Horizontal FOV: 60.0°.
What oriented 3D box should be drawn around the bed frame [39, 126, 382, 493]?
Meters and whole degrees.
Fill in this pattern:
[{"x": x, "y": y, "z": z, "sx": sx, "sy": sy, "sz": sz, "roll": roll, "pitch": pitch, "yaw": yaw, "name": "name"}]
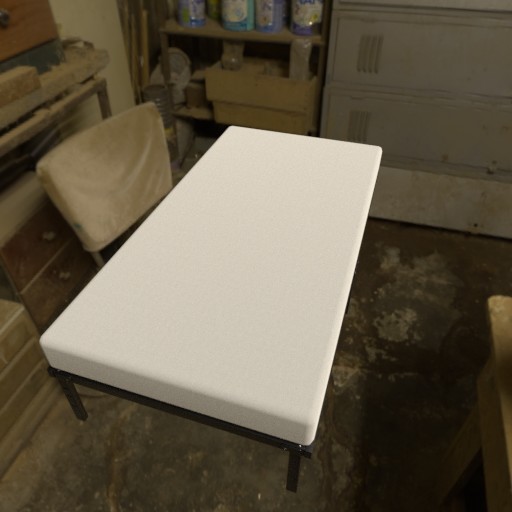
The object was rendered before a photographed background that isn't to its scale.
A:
[{"x": 0.000, "y": 0.000, "z": 3.114, "sx": 1.393, "sy": 0.680, "sz": 2.635, "roll": 12, "pitch": 41, "yaw": 14, "name": "bed frame"}]
